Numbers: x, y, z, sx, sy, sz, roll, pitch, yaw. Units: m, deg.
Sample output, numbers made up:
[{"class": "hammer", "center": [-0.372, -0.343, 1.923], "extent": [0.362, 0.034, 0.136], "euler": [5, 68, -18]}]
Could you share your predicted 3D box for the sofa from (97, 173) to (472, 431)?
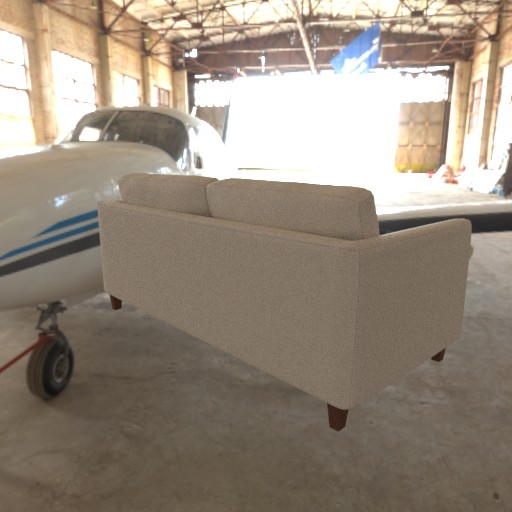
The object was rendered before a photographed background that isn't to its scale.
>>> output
[{"class": "sofa", "center": [0.000, 0.000, 2.477], "extent": [0.965, 0.889, 1.981], "euler": [-12, 17, -42]}]
